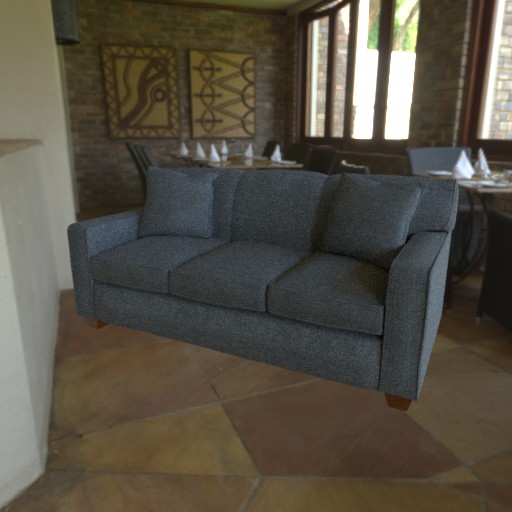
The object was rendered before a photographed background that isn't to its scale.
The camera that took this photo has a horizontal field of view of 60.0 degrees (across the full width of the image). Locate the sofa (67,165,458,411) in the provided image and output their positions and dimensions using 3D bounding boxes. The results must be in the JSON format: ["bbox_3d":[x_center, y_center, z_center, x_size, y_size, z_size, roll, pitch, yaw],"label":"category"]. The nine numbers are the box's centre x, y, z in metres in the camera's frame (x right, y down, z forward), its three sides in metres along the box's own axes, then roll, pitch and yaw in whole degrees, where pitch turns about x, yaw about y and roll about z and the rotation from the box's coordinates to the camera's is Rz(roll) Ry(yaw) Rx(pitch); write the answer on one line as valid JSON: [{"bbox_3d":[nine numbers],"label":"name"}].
[{"bbox_3d":[0.000,0.000,2.567,2.024,0.958,0.997,8,17,26],"label":"sofa"}]
